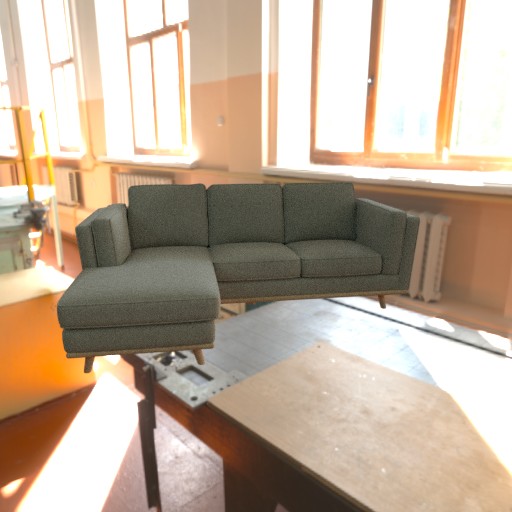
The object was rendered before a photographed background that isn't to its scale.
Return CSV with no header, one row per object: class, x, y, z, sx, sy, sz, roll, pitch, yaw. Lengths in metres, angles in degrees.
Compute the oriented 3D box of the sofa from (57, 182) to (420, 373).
sofa,0.000,0.000,3.194,2.411,0.929,1.604,-2,15,-8
